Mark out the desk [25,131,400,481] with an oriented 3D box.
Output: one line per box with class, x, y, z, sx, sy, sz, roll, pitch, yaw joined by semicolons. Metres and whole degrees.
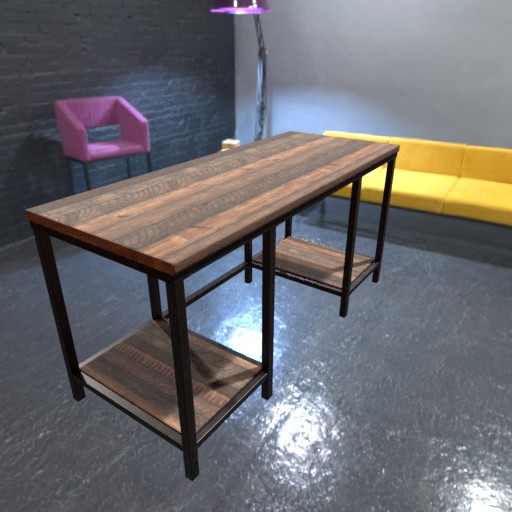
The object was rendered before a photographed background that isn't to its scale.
desk;0.000;0.000;1.902;0.617;0.753;1.538;17;31;31
